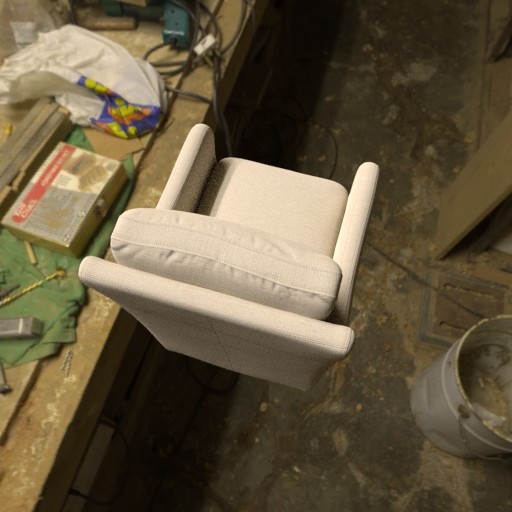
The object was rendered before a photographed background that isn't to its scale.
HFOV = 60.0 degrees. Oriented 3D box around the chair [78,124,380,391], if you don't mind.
[{"bbox_3d":[0.000,0.000,1.384,0.626,0.914,0.694,15,64,7],"label":"chair"}]
